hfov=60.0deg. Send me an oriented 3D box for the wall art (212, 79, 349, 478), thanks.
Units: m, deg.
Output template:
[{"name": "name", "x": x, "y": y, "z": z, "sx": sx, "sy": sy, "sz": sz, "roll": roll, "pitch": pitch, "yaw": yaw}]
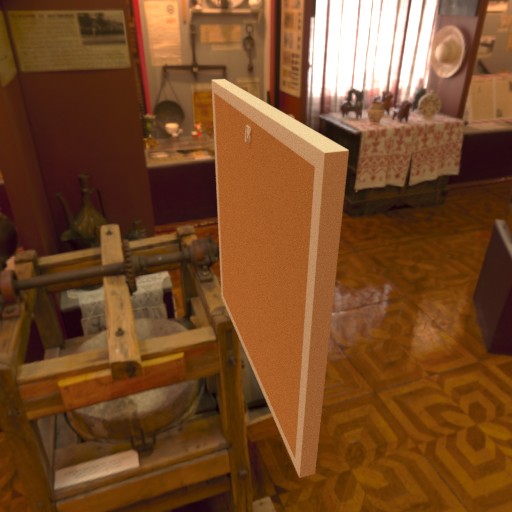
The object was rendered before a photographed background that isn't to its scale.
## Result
[{"name": "wall art", "x": 0.000, "y": 0.000, "z": 1.153, "sx": 0.050, "sy": 0.762, "sz": 0.761, "roll": -9, "pitch": 31, "yaw": -15}]
